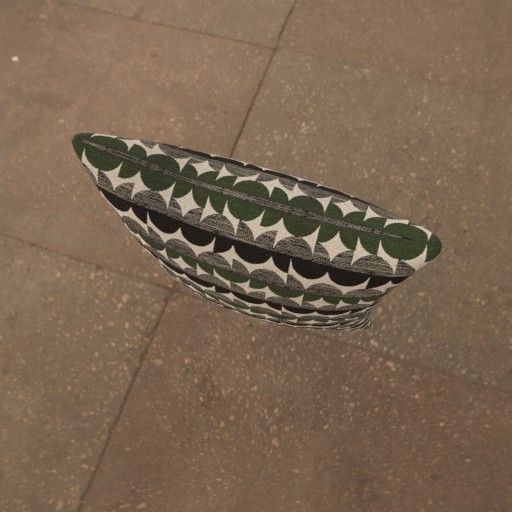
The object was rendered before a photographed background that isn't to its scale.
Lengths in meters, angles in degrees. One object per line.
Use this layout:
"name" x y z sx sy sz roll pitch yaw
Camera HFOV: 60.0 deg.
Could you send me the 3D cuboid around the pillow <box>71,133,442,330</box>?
"pillow" 0.000 0.000 0.648 0.419 0.404 0.180 18 64 9
